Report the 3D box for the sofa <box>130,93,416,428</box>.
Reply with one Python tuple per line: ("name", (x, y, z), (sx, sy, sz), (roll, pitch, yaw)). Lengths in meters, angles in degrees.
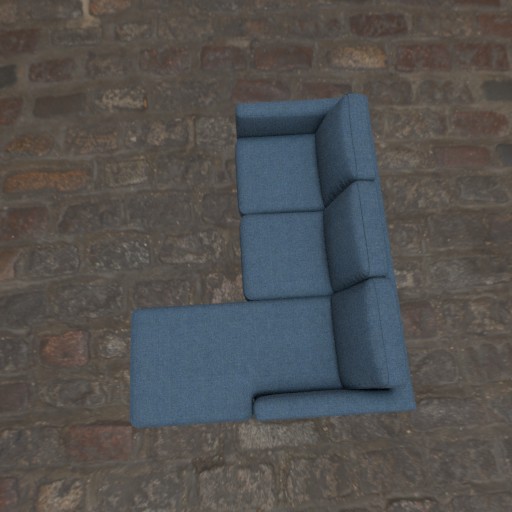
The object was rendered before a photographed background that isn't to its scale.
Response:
("sofa", (0.000, 0.000, 2.949), (1.667, 0.957, 2.055), (-4, 74, -1))
